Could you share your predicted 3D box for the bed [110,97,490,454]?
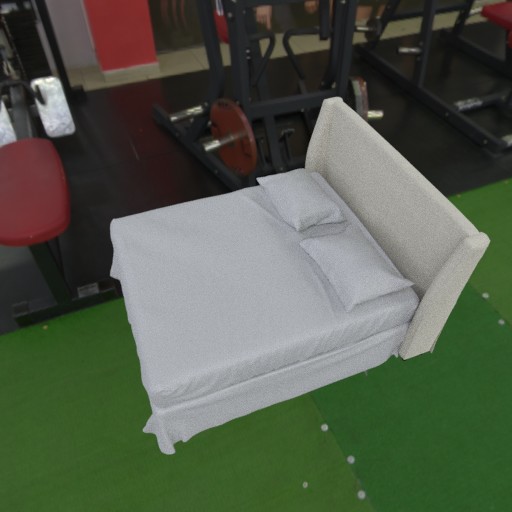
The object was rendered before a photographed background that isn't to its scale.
[{"bbox_3d":[0.000,0.000,3.410,2.276,1.332,1.925,-16,49,-14],"label":"bed"}]
